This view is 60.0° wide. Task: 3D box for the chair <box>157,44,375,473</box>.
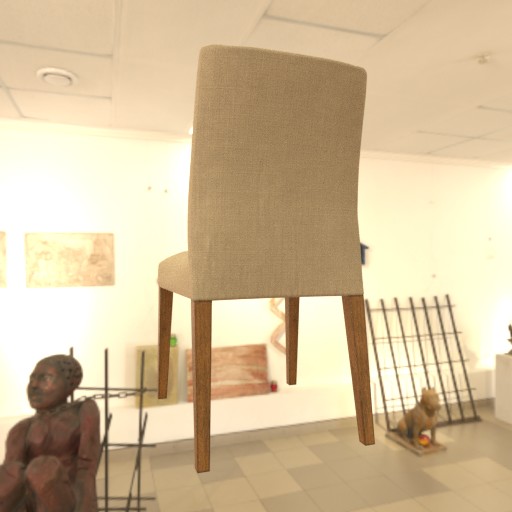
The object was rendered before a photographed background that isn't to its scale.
[{"bbox_3d":[0.000,0.000,1.279,0.496,0.940,0.585,0,0,-19],"label":"chair"}]
